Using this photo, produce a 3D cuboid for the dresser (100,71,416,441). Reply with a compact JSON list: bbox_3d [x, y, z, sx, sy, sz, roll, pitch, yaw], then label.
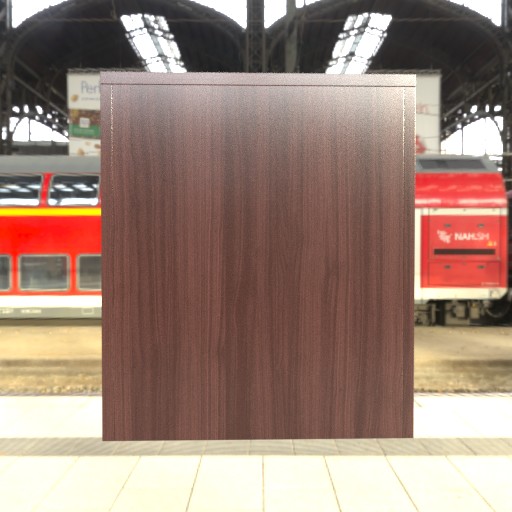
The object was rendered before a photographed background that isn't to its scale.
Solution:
[{"bbox_3d":[0.000,0.000,0.745,0.400,0.470,0.360,0,1,-1],"label":"dresser"}]
